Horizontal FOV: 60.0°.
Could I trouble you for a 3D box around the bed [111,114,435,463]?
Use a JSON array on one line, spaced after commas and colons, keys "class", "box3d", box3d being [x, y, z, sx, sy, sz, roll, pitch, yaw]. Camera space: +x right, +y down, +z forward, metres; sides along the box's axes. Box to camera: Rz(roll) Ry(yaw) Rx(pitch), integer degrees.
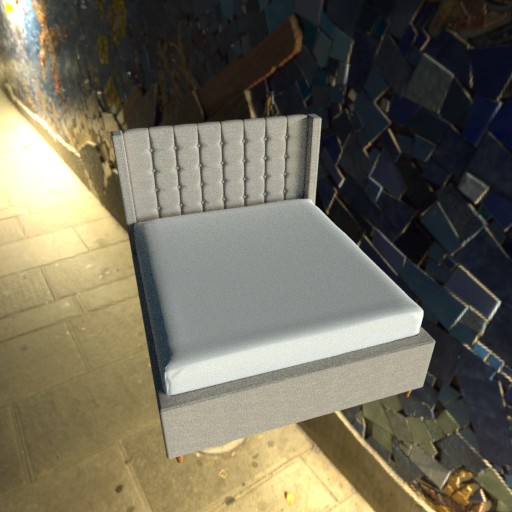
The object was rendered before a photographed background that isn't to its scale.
[{"class": "bed", "box3d": [0.000, 0.000, 3.845, 2.044, 1.748, 2.372, -10, 33, -15]}]
